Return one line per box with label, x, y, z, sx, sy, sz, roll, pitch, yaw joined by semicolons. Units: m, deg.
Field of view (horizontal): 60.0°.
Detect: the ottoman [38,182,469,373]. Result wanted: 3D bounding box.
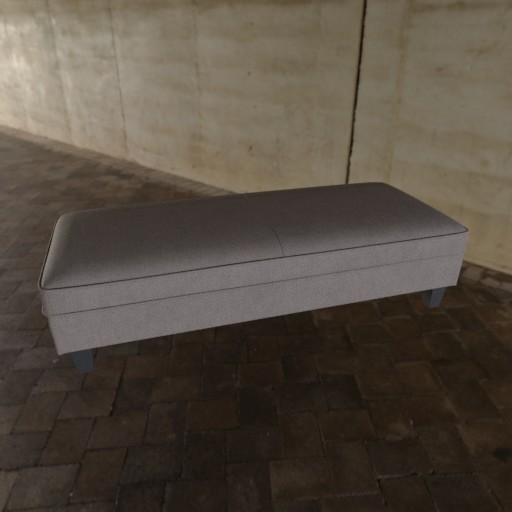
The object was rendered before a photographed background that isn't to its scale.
ottoman;0.000;0.000;2.080;1.764;0.470;0.751;-8;28;-15
